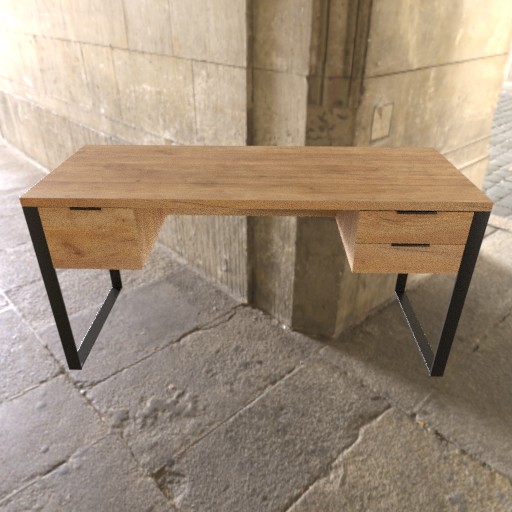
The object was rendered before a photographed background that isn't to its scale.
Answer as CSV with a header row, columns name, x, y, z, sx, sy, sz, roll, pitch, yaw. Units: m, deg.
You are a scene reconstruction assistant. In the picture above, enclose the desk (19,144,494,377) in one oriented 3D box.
name,x,y,z,sx,sy,sz,roll,pitch,yaw
desk,0.000,0.000,1.864,1.520,0.760,0.600,1,30,1
